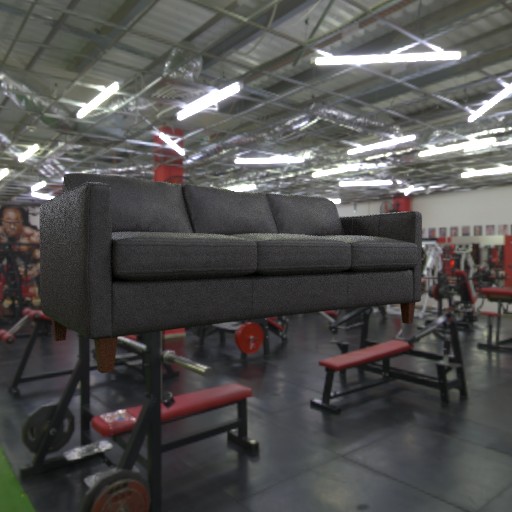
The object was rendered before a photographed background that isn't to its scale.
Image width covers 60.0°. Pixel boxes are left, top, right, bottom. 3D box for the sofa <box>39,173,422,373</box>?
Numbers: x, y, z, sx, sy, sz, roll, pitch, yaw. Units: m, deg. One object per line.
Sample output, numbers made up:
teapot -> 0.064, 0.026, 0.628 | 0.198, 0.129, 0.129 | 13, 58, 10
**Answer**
sofa -> 0.000, 0.000, 2.950 | 2.464, 1.006, 1.045 | 0, 1, -36
